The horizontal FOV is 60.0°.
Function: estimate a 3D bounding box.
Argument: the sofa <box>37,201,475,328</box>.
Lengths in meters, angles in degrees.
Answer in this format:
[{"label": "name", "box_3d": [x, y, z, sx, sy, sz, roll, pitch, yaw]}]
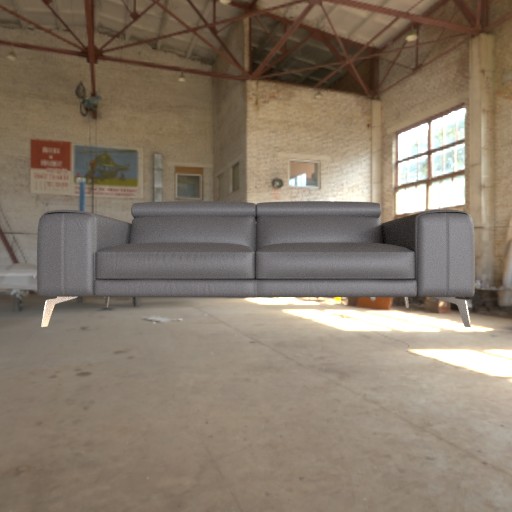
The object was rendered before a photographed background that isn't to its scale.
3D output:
[{"label": "sofa", "box_3d": [0.000, 0.000, 2.823, 2.321, 0.759, 1.023, 0, 0, 0]}]
